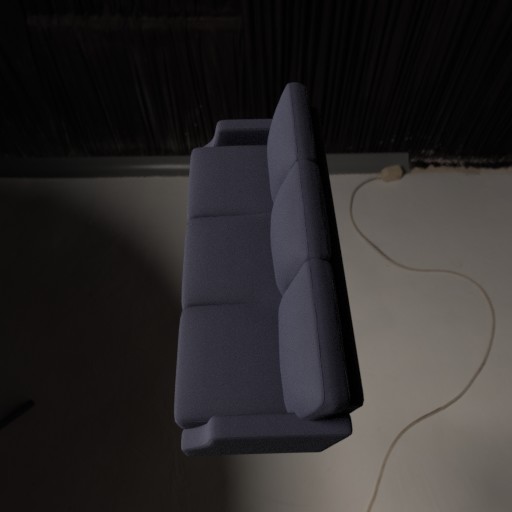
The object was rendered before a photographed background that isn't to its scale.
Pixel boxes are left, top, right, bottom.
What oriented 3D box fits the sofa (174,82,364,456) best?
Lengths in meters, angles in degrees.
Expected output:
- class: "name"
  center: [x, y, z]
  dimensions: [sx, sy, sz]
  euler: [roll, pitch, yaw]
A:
- class: "sofa"
  center: [0.000, 0.000, 2.670]
  dimensions: [0.888, 0.984, 2.115]
  euler: [-1, 58, -1]
